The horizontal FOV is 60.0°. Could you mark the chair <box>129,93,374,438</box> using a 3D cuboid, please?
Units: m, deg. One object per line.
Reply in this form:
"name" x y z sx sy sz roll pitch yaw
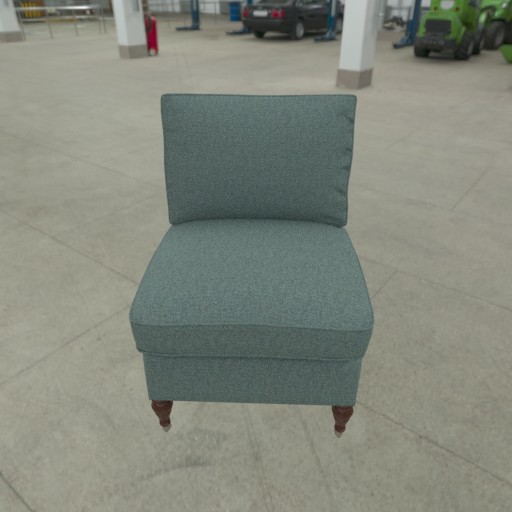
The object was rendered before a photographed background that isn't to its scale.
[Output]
"chair" 0.000 0.000 1.404 0.624 0.901 0.796 1 31 2
